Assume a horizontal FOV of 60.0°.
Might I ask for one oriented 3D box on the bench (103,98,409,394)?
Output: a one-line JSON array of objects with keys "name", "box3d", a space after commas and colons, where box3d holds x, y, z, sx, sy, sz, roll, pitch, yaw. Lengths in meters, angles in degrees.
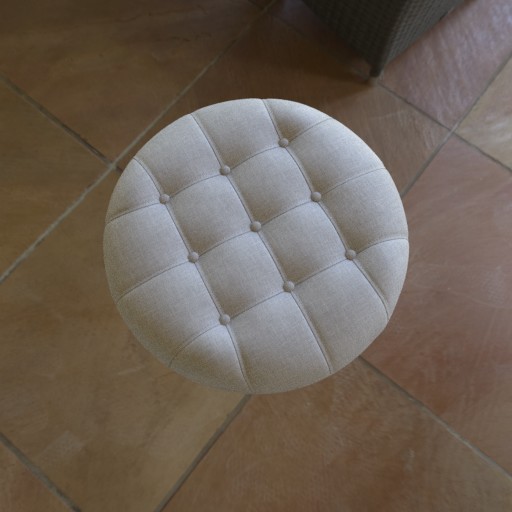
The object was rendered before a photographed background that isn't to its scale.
[{"name": "bench", "box3d": [0.000, 0.000, 1.021, 0.600, 0.453, 0.600, 0, 75, 0]}]
